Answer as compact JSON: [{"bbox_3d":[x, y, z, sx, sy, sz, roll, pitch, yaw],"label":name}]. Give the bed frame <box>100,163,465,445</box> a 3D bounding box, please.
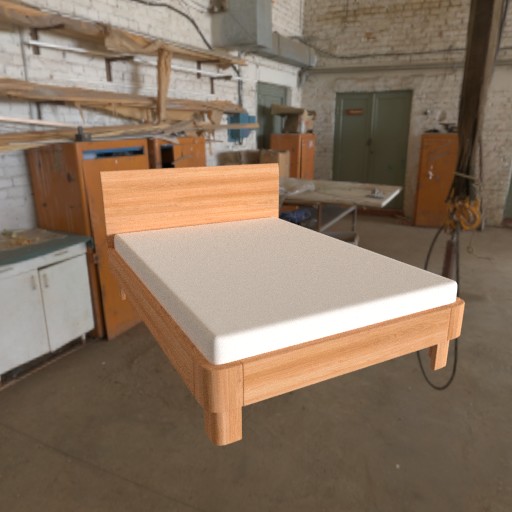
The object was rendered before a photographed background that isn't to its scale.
[{"bbox_3d":[0.000,0.000,2.785,1.472,0.940,1.992,-9,19,-27],"label":"bed frame"}]
